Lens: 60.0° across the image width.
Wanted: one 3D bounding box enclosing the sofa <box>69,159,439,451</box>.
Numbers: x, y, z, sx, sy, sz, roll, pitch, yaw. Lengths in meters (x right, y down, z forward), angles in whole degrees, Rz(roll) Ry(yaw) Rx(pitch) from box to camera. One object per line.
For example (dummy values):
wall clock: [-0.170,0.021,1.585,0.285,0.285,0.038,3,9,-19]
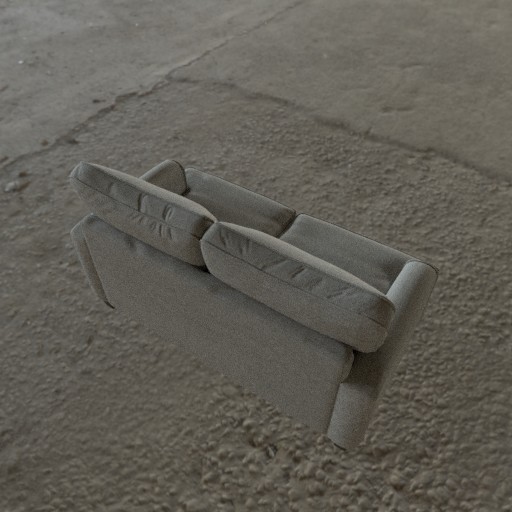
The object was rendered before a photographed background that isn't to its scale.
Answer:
sofa: [0.000,0.000,2.238,1.651,0.965,0.965,25,51,22]
